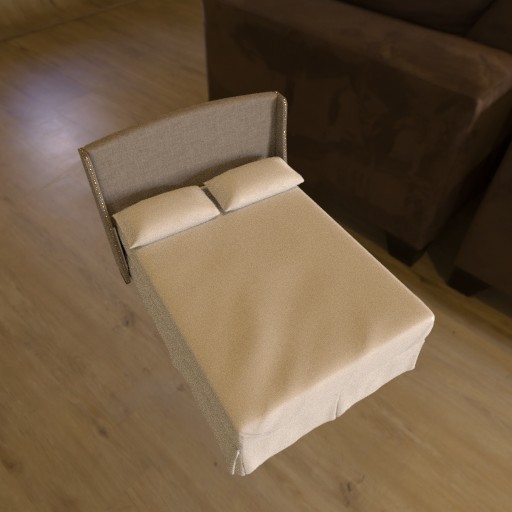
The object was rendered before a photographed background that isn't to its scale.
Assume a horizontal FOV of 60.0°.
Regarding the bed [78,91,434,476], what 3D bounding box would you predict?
[{"bbox_3d":[0.000,0.000,3.319,1.710,1.407,2.237,-24,51,-21],"label":"bed"}]
